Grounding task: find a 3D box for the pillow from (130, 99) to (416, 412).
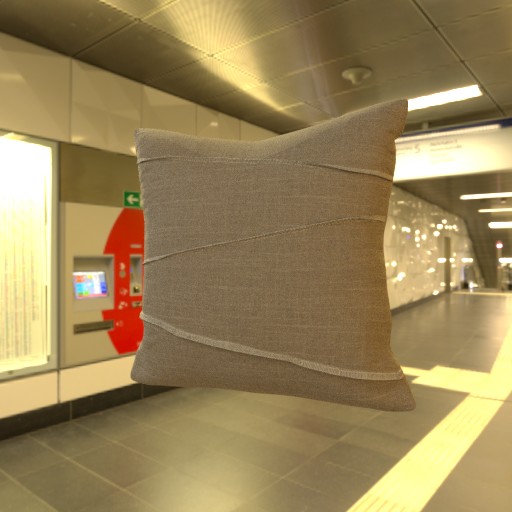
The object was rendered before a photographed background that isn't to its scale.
[{"bbox_3d":[0.000,0.000,0.626,0.424,0.400,0.169,0,0,19],"label":"pillow"}]
